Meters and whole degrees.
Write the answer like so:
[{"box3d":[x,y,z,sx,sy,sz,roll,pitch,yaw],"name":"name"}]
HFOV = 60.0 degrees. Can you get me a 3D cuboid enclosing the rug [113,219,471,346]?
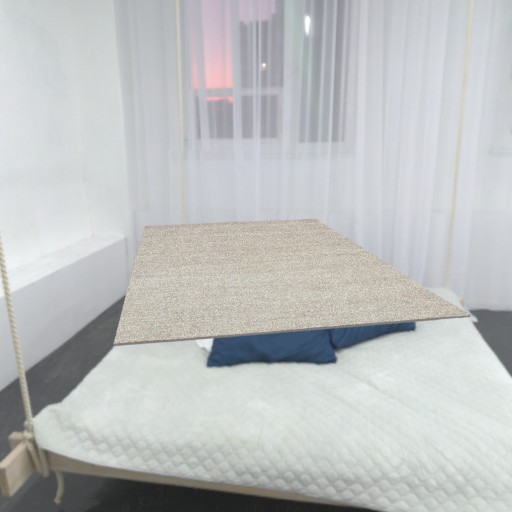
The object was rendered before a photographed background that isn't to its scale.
[{"box3d":[0.000,0.000,3.021,1.609,0.030,2.342,-3,16,-10],"name":"rug"}]
